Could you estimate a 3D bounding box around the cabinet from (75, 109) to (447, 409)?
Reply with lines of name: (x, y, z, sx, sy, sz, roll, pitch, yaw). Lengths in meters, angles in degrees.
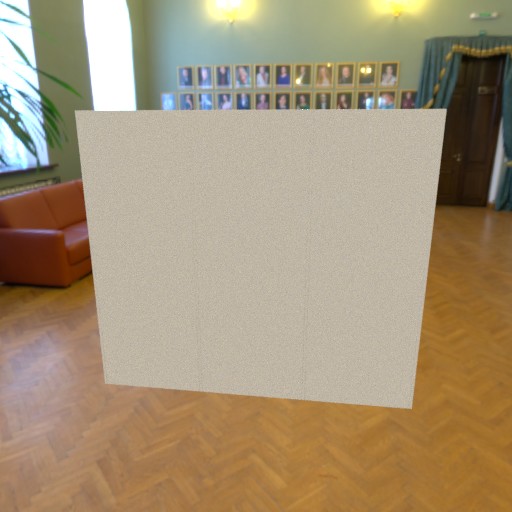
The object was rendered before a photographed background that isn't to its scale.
cabinet: (0.000, 0.000, 3.809, 2.700, 2.370, 0.590, 2, 17, 8)
